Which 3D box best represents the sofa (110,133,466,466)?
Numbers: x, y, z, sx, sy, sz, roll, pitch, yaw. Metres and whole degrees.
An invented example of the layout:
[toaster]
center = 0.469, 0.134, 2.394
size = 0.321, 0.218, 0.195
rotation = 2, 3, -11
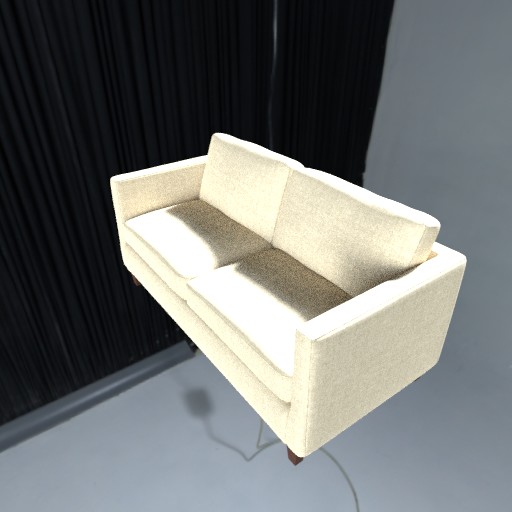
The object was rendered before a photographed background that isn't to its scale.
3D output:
[sofa]
center = 0.000, 0.000, 2.467
size = 0.950, 0.963, 1.884
rotation = -21, 37, -30
